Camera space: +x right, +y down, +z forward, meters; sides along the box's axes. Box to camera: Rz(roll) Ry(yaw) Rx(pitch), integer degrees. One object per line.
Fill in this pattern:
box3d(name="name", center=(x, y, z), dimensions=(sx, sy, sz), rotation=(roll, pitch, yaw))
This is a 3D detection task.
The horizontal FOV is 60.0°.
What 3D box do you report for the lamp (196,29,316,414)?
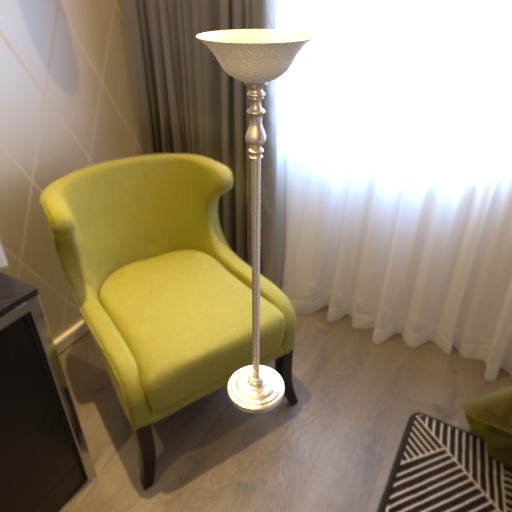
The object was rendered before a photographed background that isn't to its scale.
box3d(name="lamp", center=(0.000, 0.000, 1.975), dimensions=(0.405, 1.771, 0.405), rotation=(-1, 32, -1))
